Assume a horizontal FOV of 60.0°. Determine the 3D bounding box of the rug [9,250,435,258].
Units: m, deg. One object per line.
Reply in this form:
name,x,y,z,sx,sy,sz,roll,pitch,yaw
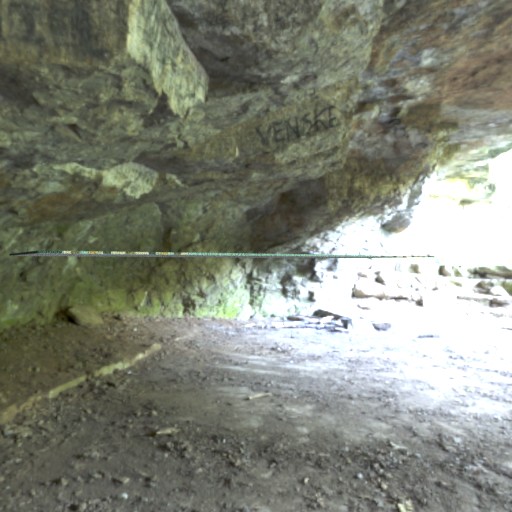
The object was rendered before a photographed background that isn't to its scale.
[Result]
rug,0.000,0.000,2.582,2.441,0.010,0.744,1,-1,-36
